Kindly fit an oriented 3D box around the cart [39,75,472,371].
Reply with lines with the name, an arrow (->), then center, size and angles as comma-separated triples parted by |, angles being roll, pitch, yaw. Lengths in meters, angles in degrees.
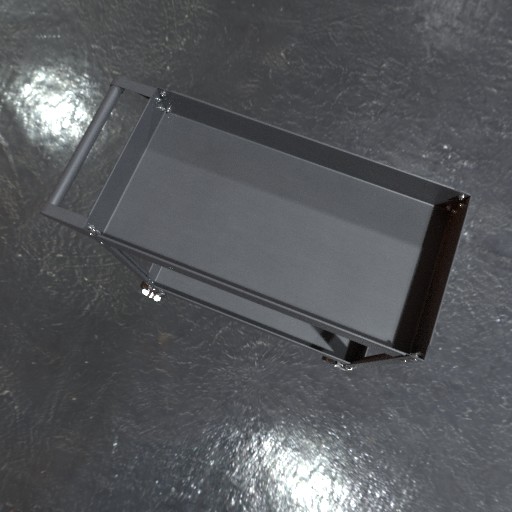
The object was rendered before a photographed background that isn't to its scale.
cart -> 0.000, 0.000, 1.190 | 0.779, 0.719, 0.366 | 21, 76, 6
